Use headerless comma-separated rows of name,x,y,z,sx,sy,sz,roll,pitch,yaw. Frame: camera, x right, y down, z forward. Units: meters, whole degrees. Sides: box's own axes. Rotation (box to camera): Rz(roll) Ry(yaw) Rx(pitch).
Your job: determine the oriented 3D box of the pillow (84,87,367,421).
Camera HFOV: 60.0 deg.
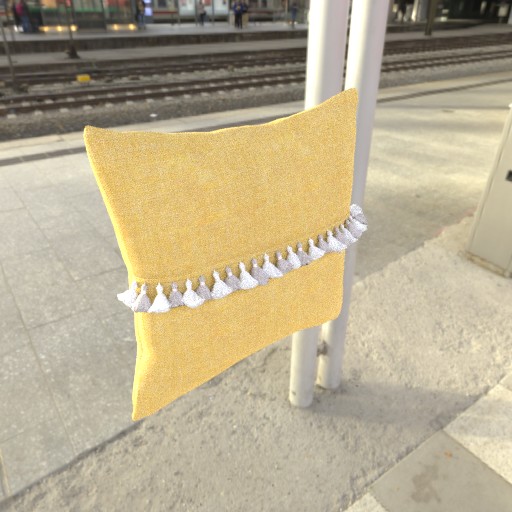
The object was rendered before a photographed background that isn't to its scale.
pillow,0.000,0.000,0.731,0.485,0.481,0.167,-21,35,-32
